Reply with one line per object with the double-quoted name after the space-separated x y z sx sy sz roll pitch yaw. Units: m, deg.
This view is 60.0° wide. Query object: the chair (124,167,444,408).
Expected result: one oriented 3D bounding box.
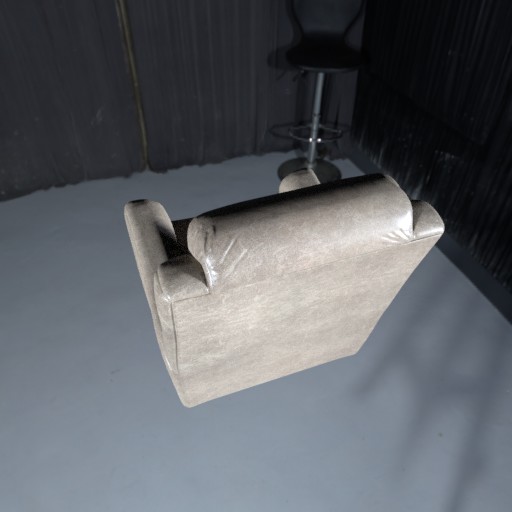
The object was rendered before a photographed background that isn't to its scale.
0.000 0.000 1.868 0.967 1.116 1.068 -14 44 -15 "chair"
